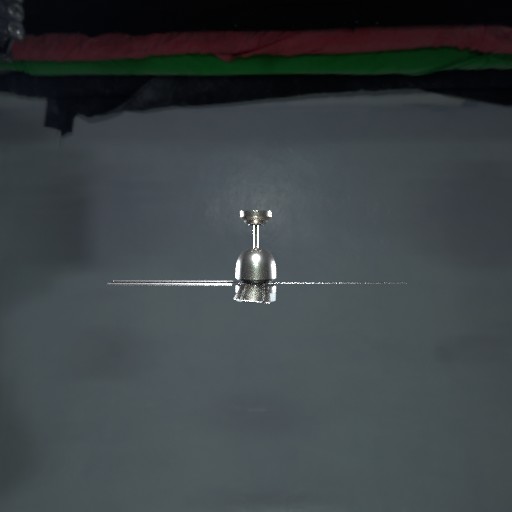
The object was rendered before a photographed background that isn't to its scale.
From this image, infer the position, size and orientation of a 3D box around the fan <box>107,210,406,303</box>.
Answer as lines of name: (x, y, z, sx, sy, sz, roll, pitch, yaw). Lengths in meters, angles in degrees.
fan: (0.000, 0.000, 2.035, 1.346, 0.406, 1.346, 0, 1, 0)
